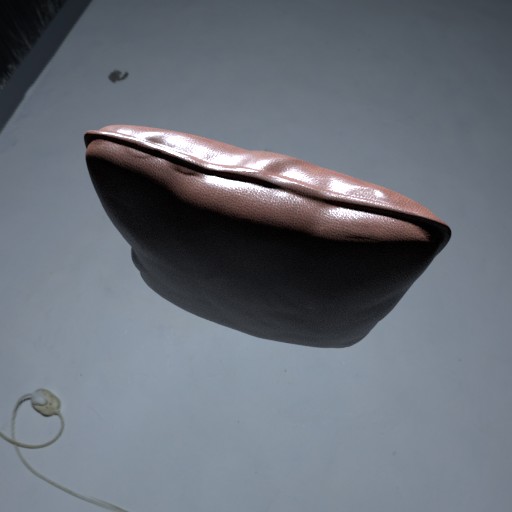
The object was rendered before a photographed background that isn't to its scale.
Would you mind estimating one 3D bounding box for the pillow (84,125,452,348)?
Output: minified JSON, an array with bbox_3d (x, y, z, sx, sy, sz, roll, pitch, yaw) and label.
[{"bbox_3d":[0.000,0.000,0.813,0.532,0.523,0.236,16,65,8],"label":"pillow"}]
